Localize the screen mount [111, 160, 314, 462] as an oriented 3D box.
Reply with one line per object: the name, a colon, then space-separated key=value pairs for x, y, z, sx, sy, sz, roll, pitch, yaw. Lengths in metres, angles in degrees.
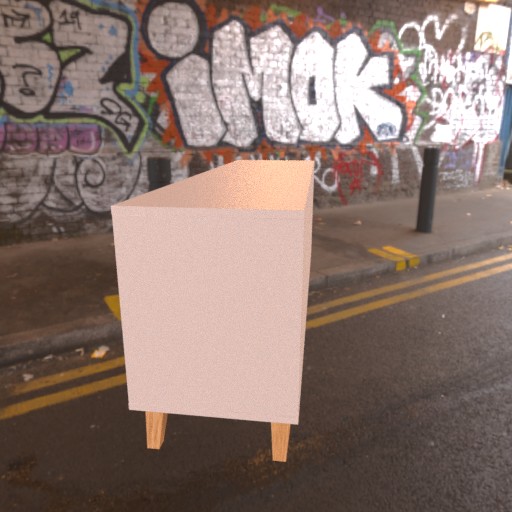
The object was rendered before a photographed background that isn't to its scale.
screen mount: x=0.000 y=0.000 z=1.686 sx=0.400 sy=0.619 sz=1.490 roll=2 pitch=16 yaw=8
